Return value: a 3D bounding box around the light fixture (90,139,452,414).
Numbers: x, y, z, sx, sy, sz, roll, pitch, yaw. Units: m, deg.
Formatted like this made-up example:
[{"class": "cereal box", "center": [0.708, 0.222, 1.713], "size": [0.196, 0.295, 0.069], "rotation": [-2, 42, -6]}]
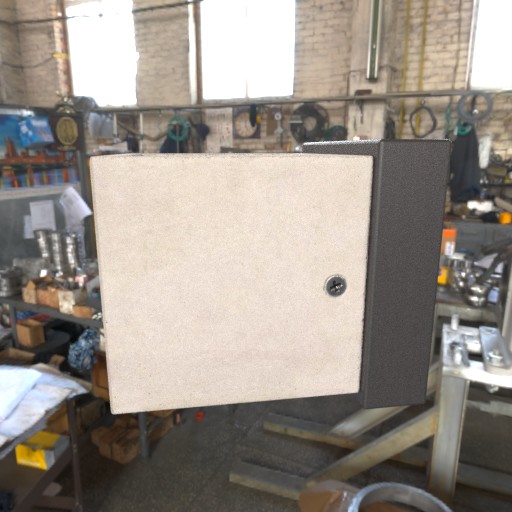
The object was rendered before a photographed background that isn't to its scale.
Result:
[{"class": "light fixture", "center": [0.000, 0.000, 0.240], "size": [0.143, 0.121, 0.121], "rotation": [-2, 14, -9]}]
